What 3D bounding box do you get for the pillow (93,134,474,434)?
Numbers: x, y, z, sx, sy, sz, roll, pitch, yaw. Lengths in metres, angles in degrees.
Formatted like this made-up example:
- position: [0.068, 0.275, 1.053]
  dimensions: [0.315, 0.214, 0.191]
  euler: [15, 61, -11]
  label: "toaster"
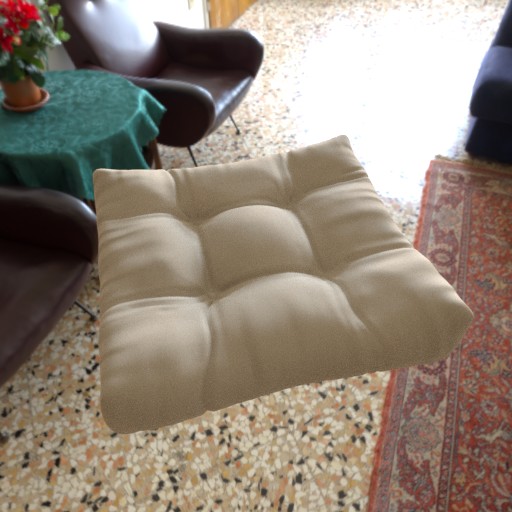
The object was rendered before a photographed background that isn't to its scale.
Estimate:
- position: [0.000, 0.000, 0.709]
  dimensions: [0.490, 0.128, 0.468]
  euler: [-11, 48, -10]
  label: "pillow"
